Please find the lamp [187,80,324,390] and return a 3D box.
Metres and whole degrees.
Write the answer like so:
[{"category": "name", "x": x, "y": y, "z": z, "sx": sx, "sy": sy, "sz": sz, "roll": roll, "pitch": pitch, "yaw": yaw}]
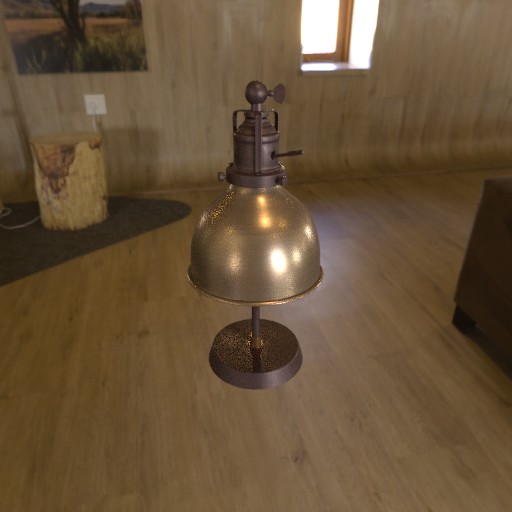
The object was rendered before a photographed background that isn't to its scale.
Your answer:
[{"category": "lamp", "x": 0.000, "y": 0.000, "z": 0.617, "sx": 0.175, "sy": 0.469, "sz": 0.298, "roll": 2, "pitch": 28, "yaw": 3}]
